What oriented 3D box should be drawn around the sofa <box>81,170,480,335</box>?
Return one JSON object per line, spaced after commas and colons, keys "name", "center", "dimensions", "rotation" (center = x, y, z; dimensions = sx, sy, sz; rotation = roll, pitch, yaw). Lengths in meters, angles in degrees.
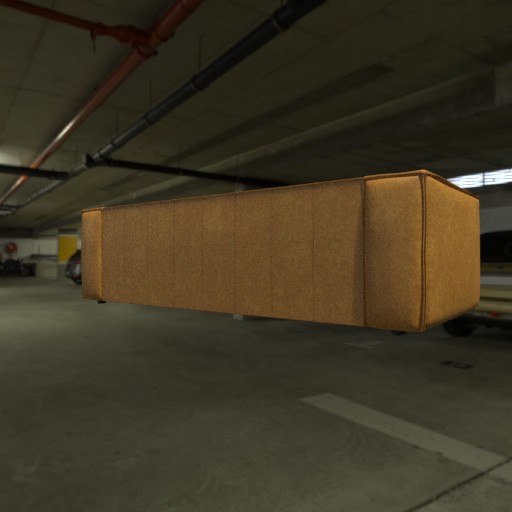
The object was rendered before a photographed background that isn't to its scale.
{"name": "sofa", "center": [0.000, 0.000, 2.965], "dimensions": [2.581, 0.701, 1.102], "rotation": [0, 0, 37]}
